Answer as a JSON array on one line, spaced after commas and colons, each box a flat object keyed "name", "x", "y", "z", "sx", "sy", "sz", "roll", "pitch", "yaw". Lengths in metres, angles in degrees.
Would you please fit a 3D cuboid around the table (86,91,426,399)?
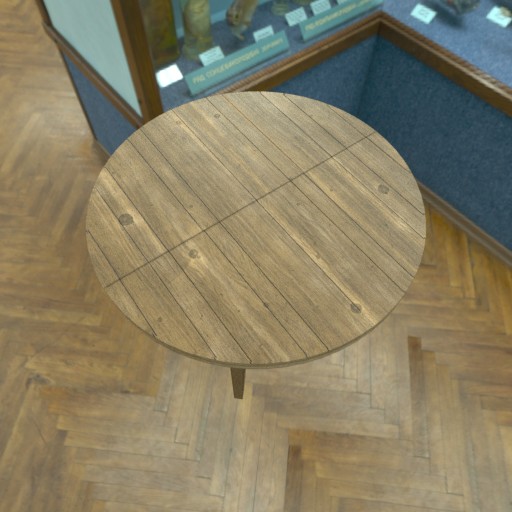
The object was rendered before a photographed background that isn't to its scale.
[{"name": "table", "x": 0.000, "y": 0.000, "z": 1.936, "sx": 1.213, "sy": 0.764, "sz": 1.213, "roll": 0, "pitch": 58, "yaw": 0}]
